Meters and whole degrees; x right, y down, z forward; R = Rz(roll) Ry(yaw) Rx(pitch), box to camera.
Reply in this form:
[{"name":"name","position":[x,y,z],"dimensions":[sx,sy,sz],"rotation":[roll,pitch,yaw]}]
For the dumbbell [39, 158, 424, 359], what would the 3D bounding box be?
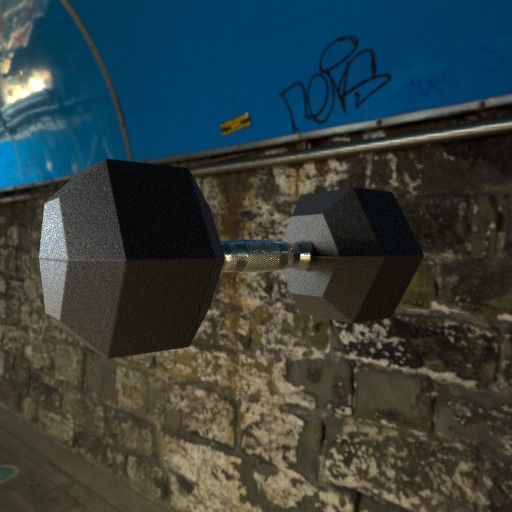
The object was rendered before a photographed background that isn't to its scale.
[{"name":"dumbbell","position":[0.000,0.000,0.423],"dimensions":[0.361,0.137,0.157],"rotation":[-1,1,-36]}]
